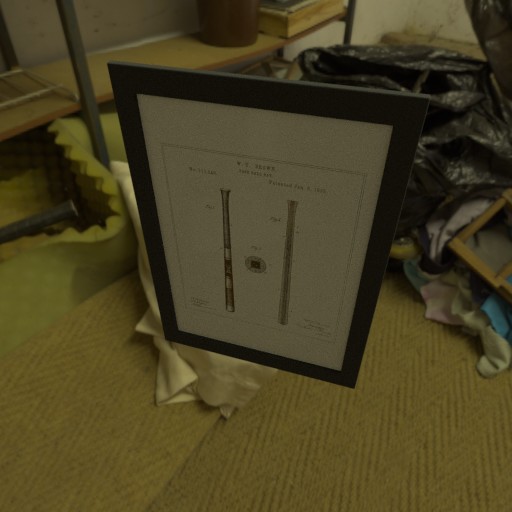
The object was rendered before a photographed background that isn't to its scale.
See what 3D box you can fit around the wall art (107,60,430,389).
[{"bbox_3d":[0.000,0.000,0.669,0.374,0.529,0.012,11,42,13],"label":"wall art"}]
